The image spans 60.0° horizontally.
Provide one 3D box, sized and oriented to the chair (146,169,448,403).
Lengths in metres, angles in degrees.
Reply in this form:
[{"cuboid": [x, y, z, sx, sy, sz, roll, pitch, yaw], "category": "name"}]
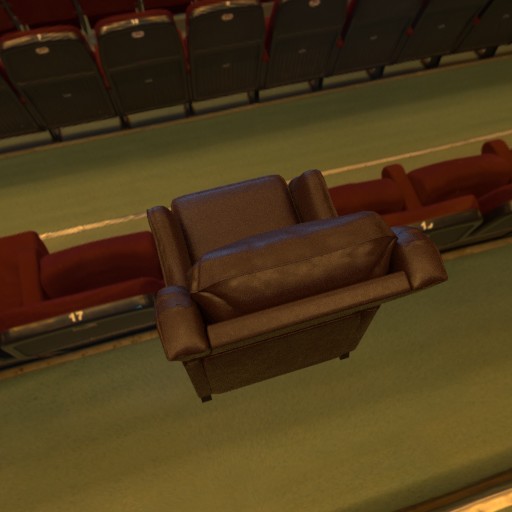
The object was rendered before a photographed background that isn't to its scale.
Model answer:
[{"cuboid": [0.000, 0.000, 1.727, 0.770, 1.132, 0.982, -15, 60, -9], "category": "chair"}]
